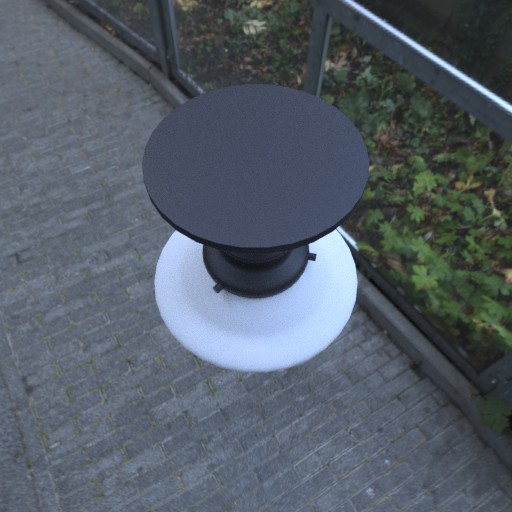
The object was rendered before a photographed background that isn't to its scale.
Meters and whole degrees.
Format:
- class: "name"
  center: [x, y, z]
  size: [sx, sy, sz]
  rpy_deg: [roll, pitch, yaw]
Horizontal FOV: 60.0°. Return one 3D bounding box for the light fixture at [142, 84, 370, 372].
- class: "light fixture"
  center: [0.000, 0.000, 0.406]
  size: [0.197, 0.254, 0.197]
  rpy_deg: [0, 58, 0]
